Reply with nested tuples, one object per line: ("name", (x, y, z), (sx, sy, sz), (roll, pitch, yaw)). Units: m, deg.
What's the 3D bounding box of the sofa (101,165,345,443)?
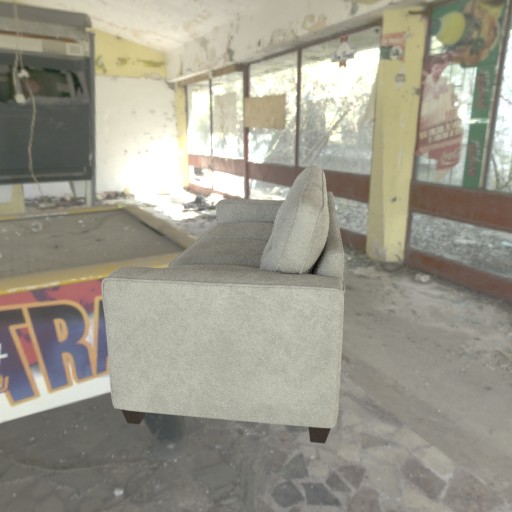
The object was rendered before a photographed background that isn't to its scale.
("sofa", (0.000, 0.000, 2.665), (0.939, 0.965, 2.133), (2, 16, 8))
